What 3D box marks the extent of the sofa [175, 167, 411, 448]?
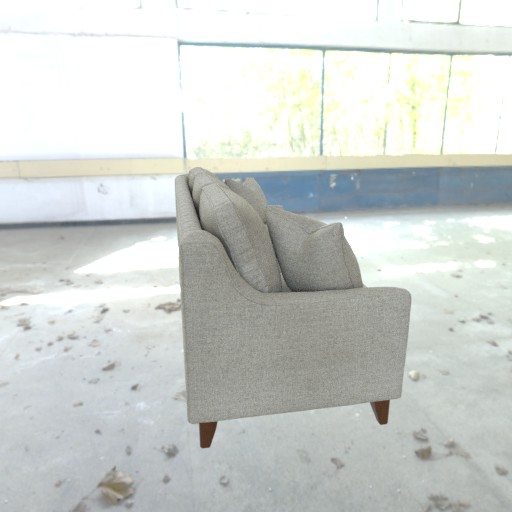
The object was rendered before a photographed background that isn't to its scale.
[{"bbox_3d":[0.000,0.000,2.515,0.865,0.914,2.031,-3,16,-10],"label":"sofa"}]
